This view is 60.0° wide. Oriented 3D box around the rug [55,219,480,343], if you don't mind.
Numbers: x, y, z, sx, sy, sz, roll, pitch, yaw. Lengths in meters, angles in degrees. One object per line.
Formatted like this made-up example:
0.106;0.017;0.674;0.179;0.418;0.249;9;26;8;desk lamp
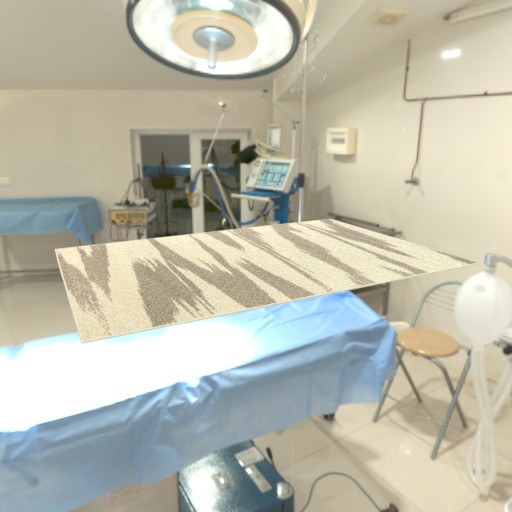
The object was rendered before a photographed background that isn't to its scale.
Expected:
0.000;0.000;2.273;1.827;0.008;1.225;-8;18;-26;rug
